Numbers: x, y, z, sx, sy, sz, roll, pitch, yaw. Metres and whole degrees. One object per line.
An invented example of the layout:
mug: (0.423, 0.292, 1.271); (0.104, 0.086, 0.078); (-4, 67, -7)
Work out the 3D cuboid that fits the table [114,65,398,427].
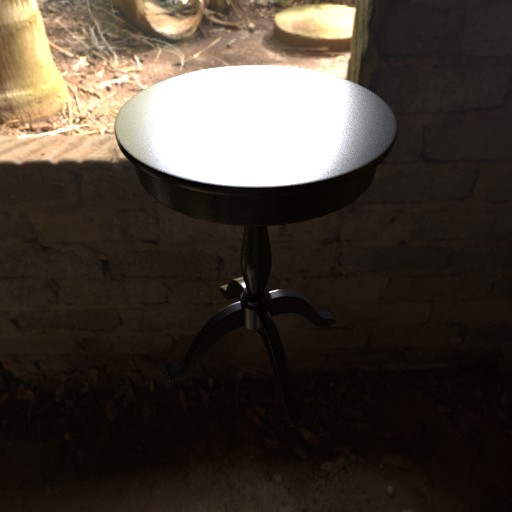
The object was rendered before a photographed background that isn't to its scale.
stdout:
table: (0.000, 0.000, 0.984); (0.481, 0.665, 0.481); (0, 42, 0)
